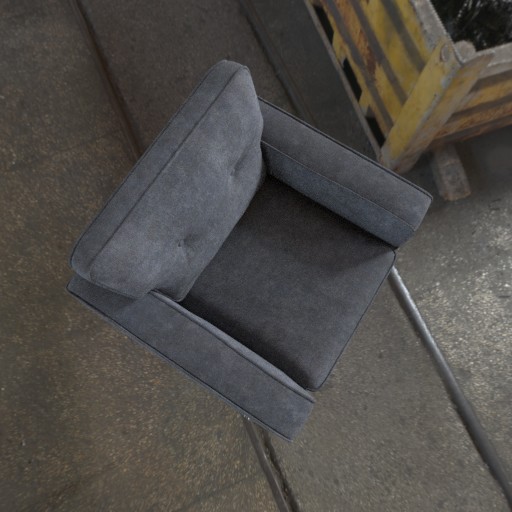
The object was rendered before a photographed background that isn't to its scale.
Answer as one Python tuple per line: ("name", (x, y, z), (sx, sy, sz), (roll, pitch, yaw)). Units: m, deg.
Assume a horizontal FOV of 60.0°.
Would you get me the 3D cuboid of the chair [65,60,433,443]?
("chair", (0.000, 0.000, 1.712), (0.939, 0.965, 1.015), (32, 78, 8))
